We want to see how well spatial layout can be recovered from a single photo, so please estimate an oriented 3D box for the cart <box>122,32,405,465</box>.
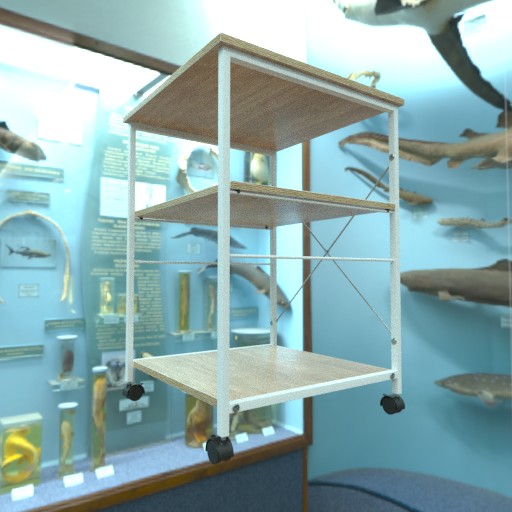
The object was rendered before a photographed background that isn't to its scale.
[{"bbox_3d":[0.000,0.000,1.129,0.520,0.762,0.521,2,-3,-35],"label":"cart"}]
